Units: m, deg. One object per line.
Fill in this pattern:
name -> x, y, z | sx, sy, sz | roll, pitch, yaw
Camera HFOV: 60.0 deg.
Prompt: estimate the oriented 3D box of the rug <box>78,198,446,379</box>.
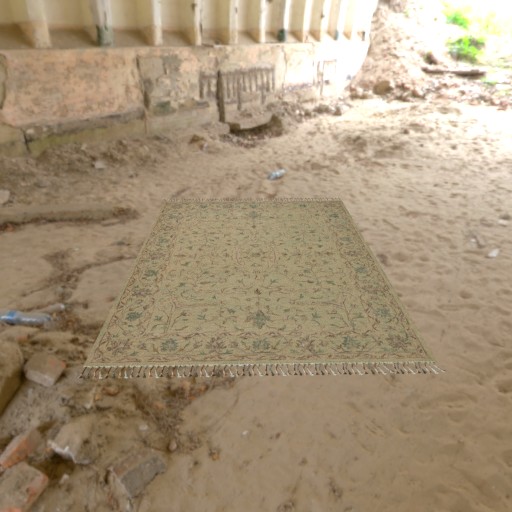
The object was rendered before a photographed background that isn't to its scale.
rug -> 0.000, 0.000, 2.280 | 1.247, 0.008, 1.802 | -1, 26, -1
